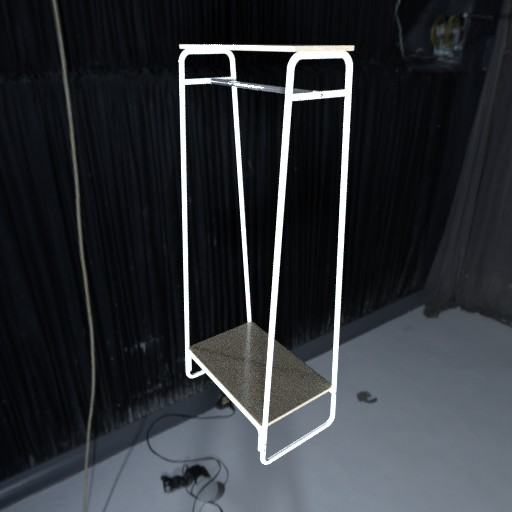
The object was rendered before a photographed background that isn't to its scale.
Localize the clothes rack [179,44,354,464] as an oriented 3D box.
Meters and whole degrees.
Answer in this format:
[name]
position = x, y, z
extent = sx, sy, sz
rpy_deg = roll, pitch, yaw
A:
[clothes rack]
position = 0.000, 0.000, 1.758
extent = 0.400, 1.512, 0.640
rpy_deg = -18, 31, -32
